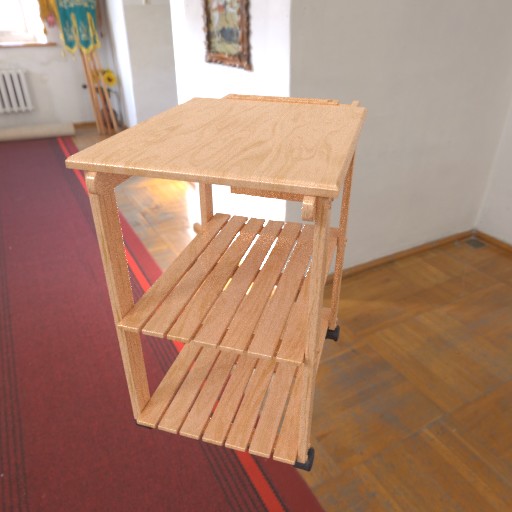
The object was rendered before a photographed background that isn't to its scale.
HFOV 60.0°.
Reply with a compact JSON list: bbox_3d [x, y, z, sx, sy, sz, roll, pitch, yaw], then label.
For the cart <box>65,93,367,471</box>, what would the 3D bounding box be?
[{"bbox_3d":[0.000,0.000,1.316,0.520,0.816,0.843,9,31,14],"label":"cart"}]
